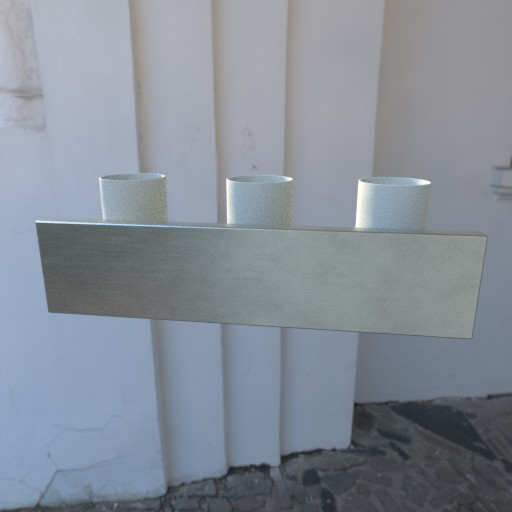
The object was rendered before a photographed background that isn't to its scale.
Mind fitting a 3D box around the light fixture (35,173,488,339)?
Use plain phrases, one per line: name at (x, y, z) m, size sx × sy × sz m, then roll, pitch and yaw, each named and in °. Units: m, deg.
light fixture at (0.000, 0.000, 0.519) m, size 0.451 × 0.172 × 0.145 m, roll 2°, pitch 17°, yaw 8°
